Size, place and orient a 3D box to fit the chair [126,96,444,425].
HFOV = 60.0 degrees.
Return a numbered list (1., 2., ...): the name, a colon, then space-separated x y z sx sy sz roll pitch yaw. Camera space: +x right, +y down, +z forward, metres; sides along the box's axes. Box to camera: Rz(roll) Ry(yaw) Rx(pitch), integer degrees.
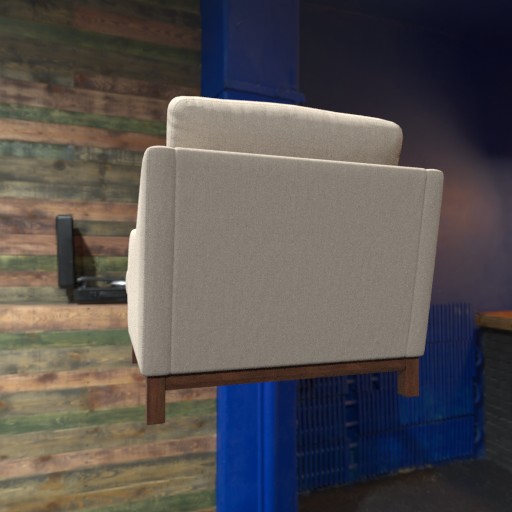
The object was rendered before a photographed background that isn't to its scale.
1. chair: 0.000 0.000 1.666 0.912 0.916 1.001 1 -2 -18
